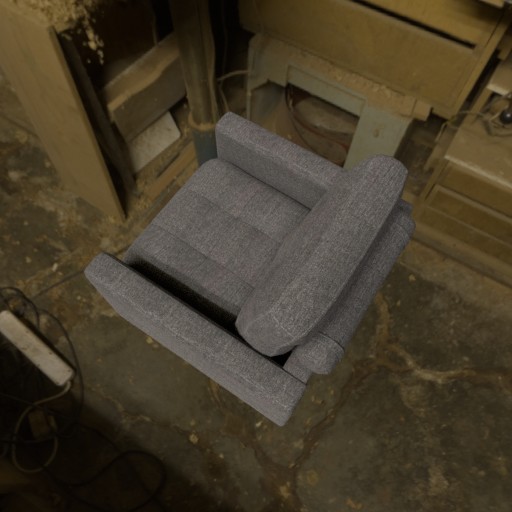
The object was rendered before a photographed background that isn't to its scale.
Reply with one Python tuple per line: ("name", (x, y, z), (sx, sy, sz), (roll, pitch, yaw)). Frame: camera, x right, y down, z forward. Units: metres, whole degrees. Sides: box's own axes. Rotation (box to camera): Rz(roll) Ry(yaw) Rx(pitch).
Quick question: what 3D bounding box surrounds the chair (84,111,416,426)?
("chair", (0.000, 0.000, 1.571), (0.843, 0.880, 0.821), (31, 68, 14))
